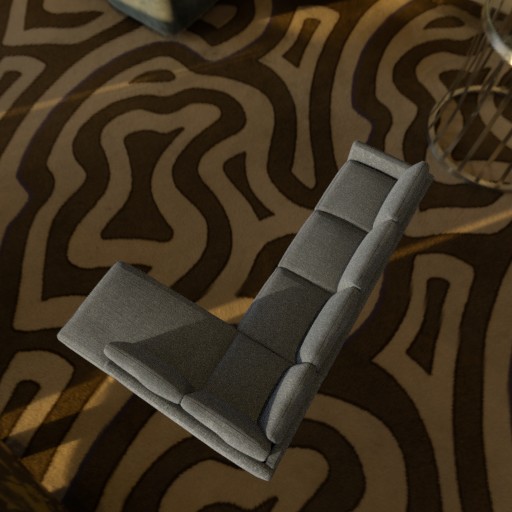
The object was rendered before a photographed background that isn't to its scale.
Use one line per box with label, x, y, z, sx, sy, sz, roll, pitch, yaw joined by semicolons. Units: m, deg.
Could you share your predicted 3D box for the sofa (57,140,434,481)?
sofa;0.000;0.000;3.864;2.007;0.815;2.949;29;68;13
